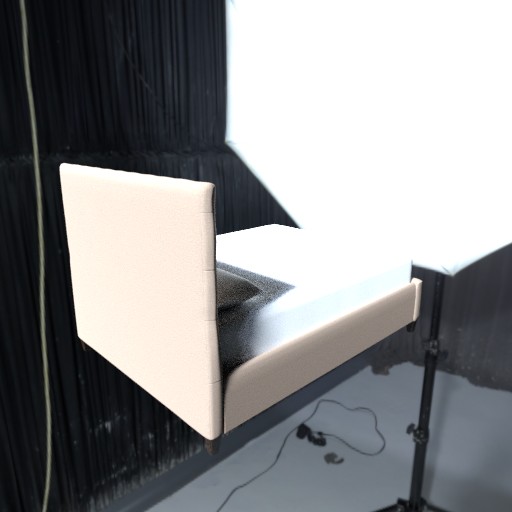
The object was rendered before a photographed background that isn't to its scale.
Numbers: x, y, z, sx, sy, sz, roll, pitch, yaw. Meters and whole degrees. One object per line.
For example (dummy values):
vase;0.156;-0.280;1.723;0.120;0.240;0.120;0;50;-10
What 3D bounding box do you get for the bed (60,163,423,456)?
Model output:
bed;0.000;0.000;3.423;2.233;1.426;1.696;-15;21;-42
